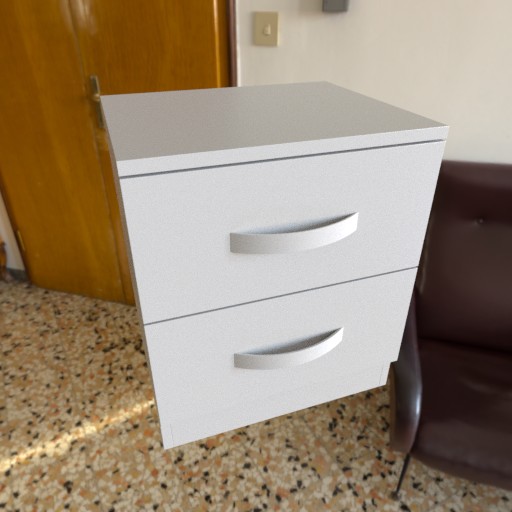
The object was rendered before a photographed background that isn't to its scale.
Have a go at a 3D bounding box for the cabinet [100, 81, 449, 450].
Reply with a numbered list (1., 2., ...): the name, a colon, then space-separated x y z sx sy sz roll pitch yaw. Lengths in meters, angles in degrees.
1. cabinet: 0.000 0.000 0.737 0.400 0.470 0.360 -10 32 -17
